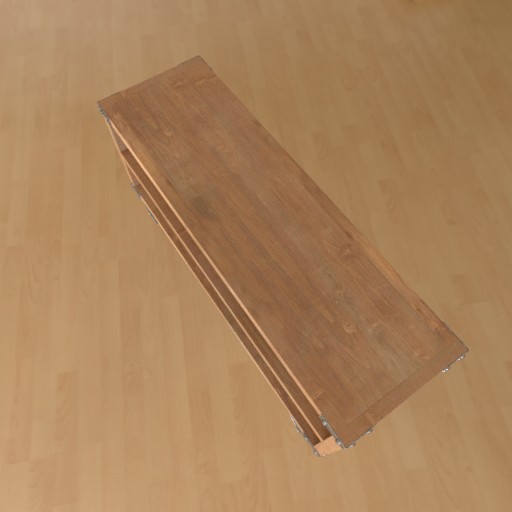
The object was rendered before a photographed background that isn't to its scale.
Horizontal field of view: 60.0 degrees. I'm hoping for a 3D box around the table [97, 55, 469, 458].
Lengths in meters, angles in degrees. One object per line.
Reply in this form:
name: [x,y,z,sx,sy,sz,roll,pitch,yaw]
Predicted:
table: [0.000,0.000,1.790,0.467,0.711,1.487,-32,68,-15]
